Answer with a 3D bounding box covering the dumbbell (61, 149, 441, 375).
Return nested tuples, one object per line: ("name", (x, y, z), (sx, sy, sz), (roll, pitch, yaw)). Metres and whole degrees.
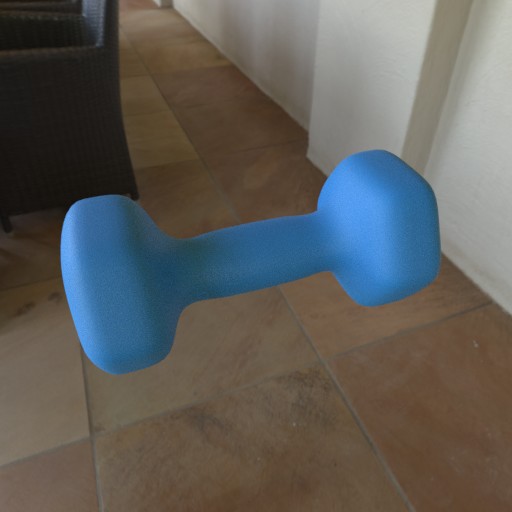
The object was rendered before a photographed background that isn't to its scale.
("dumbbell", (0.000, 0.000, 0.191), (0.152, 0.066, 0.074), (-12, 42, -14))
